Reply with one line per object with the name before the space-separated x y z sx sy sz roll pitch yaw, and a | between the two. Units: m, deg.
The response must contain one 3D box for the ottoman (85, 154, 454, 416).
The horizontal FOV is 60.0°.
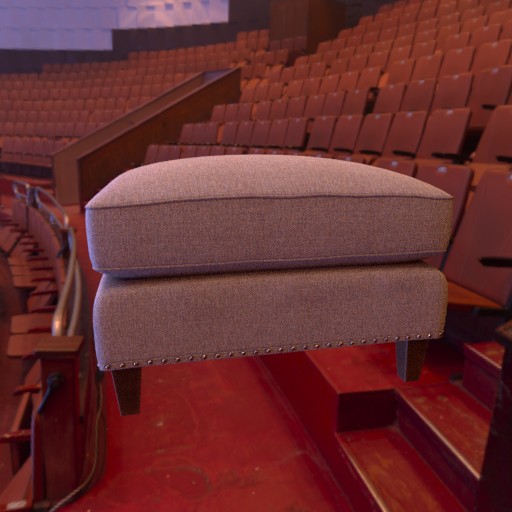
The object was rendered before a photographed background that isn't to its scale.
ottoman | 0.000 0.000 1.150 0.741 0.513 0.584 -3 14 -12
